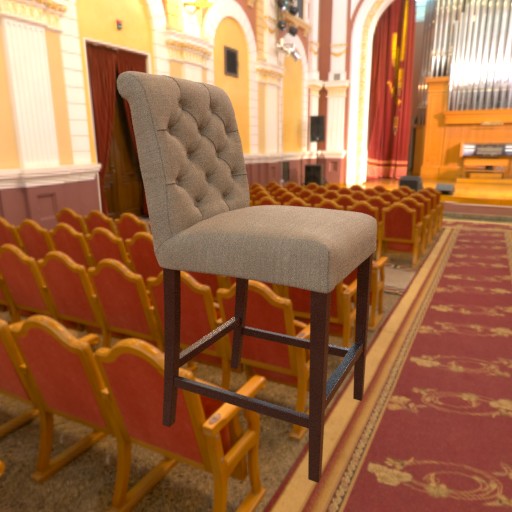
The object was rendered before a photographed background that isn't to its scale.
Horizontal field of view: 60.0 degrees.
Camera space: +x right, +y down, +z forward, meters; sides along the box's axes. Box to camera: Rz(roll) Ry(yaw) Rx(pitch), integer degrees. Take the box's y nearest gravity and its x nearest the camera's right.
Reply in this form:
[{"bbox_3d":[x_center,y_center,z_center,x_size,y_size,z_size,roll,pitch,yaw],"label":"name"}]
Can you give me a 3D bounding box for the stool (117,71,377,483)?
[{"bbox_3d":[0.000,0.000,1.399,0.660,1.084,0.486,8,16,27],"label":"stool"}]
